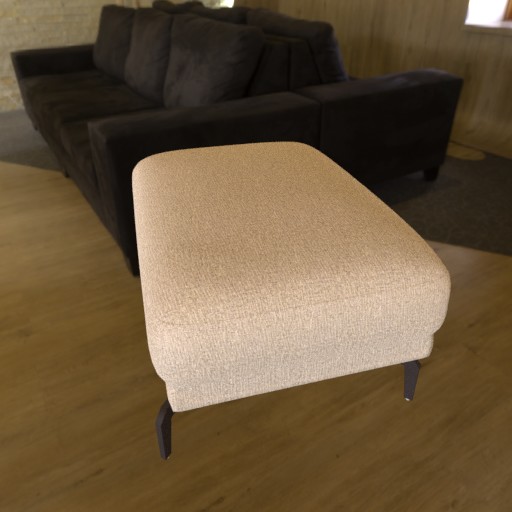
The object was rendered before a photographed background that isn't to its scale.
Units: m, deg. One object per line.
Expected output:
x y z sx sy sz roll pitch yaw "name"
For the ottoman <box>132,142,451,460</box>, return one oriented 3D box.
0.000 0.000 1.089 0.568 0.420 0.772 -8 33 -13 "ottoman"
